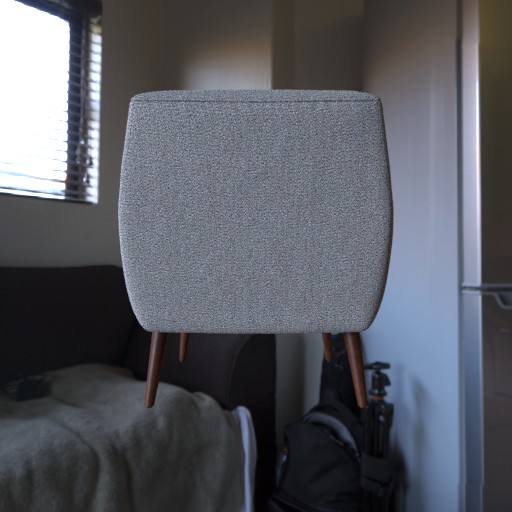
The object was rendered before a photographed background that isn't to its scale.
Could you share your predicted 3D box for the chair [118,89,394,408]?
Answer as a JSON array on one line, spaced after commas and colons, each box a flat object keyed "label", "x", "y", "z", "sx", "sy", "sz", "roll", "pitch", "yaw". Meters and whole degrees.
[{"label": "chair", "x": 0.000, "y": 0.000, "z": 1.458, "sx": 0.762, "sy": 0.838, "sz": 0.787, "roll": 0, "pitch": -1, "yaw": 0}]
